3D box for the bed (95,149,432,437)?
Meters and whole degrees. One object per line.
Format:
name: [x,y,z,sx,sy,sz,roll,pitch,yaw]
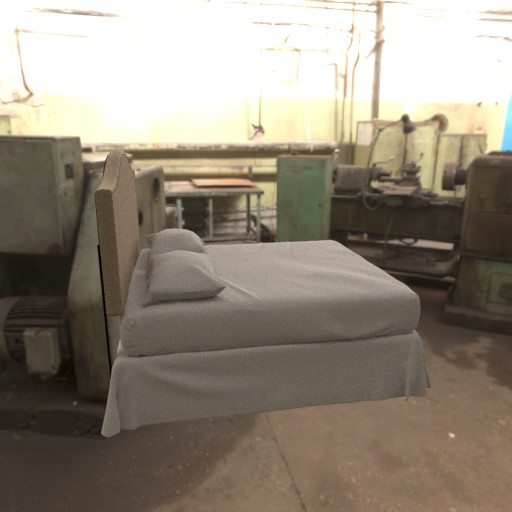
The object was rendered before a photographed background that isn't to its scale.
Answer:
bed: [0.000,0.000,3.495,2.221,1.645,1.876,-3,16,-10]
